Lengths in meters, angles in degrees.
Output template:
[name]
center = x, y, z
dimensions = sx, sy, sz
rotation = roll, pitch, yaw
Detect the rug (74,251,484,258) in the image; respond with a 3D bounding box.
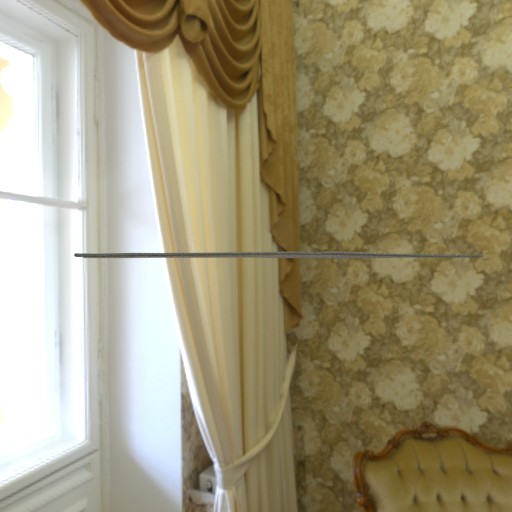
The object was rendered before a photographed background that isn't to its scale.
[rug]
center = 0.000, 0.000, 4.355
dimensions = 3.237, 0.046, 2.461
rotation = 0, -1, -20
